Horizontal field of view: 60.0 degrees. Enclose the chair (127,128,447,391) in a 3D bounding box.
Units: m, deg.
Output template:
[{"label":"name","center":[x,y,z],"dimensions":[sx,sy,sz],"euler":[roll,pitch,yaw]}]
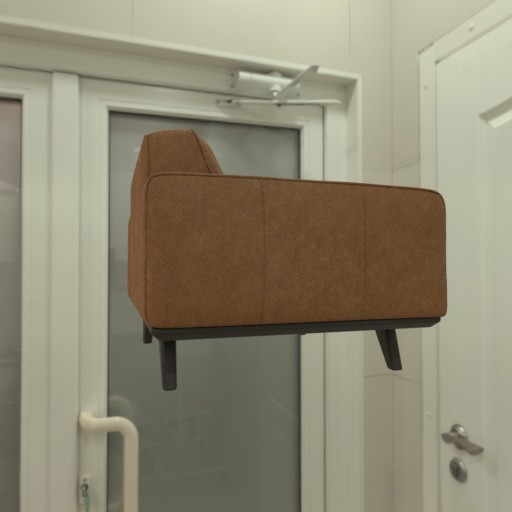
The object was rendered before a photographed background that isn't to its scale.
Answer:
[{"label":"chair","center":[0.000,0.000,1.767],"dimensions":[0.952,0.782,1.118],"euler":[0,-1,-18]}]
